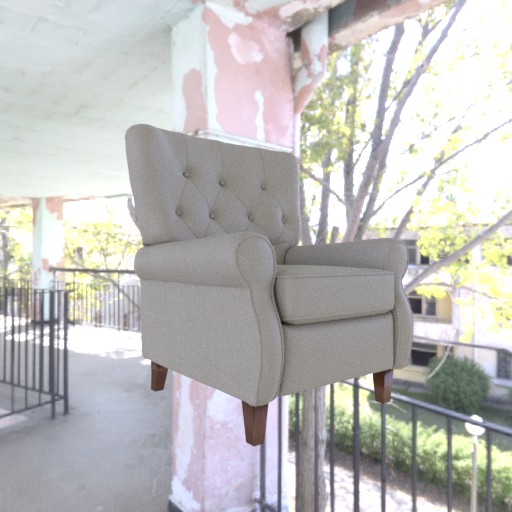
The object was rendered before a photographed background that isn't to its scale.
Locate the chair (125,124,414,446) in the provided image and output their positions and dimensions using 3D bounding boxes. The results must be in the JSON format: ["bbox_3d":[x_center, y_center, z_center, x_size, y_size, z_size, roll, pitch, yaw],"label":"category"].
[{"bbox_3d":[0.000,0.000,1.894,0.943,1.158,1.059,0,0,-38],"label":"chair"}]
